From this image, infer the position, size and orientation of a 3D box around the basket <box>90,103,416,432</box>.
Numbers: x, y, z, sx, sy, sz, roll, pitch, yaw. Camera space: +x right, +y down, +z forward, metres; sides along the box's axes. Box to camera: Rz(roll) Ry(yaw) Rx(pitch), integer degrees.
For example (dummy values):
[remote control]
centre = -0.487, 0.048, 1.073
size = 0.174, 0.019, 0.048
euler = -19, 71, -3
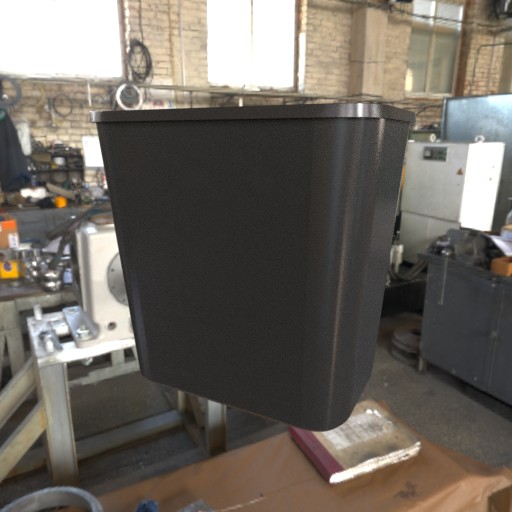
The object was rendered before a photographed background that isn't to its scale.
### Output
[basket]
centre = 0.000, 0.000, 0.500
size = 0.300, 0.307, 0.211
euler = 8, 17, 26
